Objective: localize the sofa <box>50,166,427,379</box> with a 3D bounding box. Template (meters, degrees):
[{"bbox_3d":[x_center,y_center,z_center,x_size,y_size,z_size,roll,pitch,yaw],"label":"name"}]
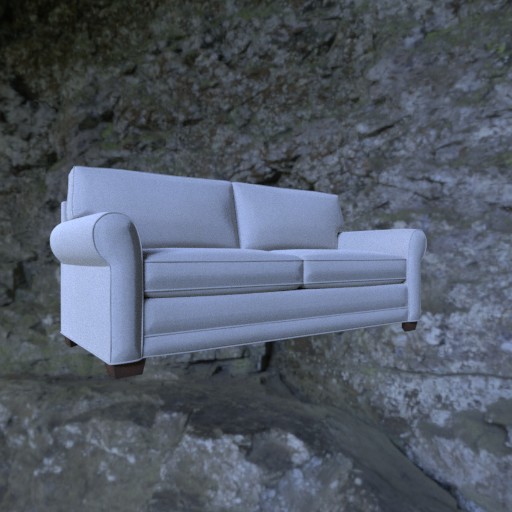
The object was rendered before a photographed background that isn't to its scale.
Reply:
[{"bbox_3d":[0.000,0.000,2.640,2.146,0.962,0.901,0,0,-36],"label":"sofa"}]
